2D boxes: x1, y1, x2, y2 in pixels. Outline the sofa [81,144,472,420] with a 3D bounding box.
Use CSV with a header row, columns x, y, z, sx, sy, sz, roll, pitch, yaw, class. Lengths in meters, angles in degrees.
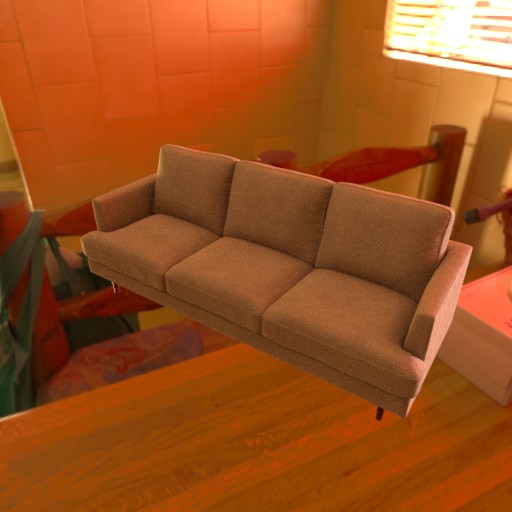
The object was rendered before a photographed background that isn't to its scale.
x,y,z,sx,sy,sz,roll,pitch,yaw,class
0.000,0.000,2.690,2.246,0.930,0.903,19,36,29,sofa
